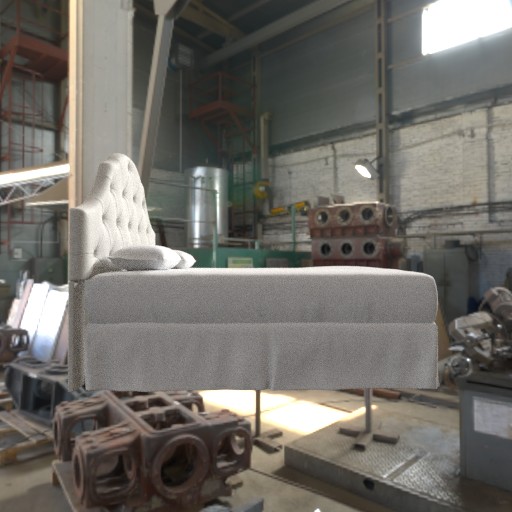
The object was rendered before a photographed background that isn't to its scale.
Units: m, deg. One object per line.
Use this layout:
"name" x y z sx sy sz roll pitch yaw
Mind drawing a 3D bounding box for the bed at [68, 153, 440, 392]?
"bed" 0.000 0.000 3.575 2.214 1.615 2.008 0 -1 -1
